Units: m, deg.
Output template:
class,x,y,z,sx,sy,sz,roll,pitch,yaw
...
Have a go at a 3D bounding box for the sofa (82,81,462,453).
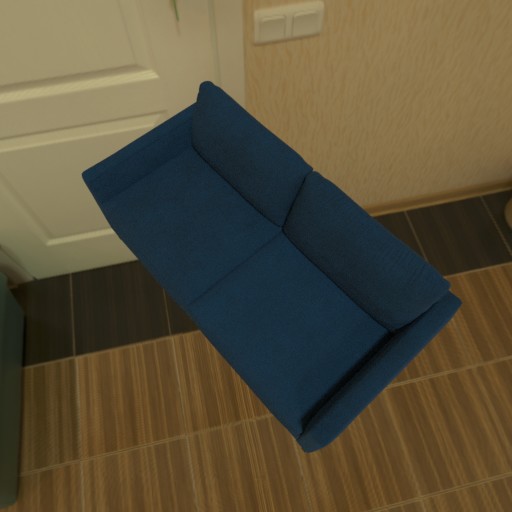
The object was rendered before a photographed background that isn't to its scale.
class,x,y,z,sx,sy,sz,roll,pitch,yaw
sofa,0.000,0.000,2.186,0.875,0.817,1.676,-39,69,-17
